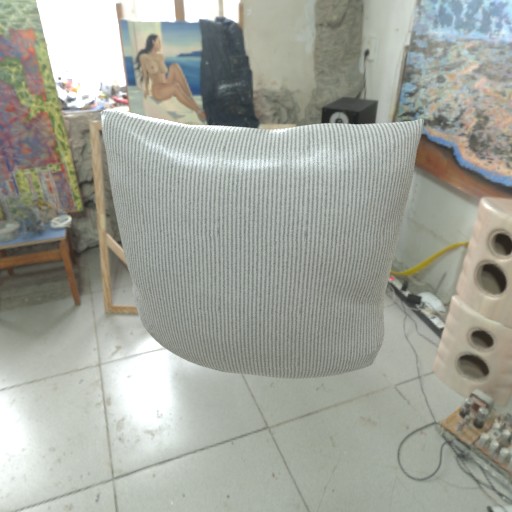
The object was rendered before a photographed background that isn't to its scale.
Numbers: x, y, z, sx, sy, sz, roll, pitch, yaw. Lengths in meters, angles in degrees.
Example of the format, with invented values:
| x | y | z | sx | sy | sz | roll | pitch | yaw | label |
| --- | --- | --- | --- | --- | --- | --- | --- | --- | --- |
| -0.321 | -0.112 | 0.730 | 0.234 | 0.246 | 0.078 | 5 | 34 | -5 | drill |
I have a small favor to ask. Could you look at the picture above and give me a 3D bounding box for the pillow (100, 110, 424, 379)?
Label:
| x | y | z | sx | sy | sz | roll | pitch | yaw | label |
| --- | --- | --- | --- | --- | --- | --- | --- | --- | --- |
| 0.000 | 0.000 | 0.697 | 0.387 | 0.432 | 0.310 | 23 | 39 | 33 | pillow |
